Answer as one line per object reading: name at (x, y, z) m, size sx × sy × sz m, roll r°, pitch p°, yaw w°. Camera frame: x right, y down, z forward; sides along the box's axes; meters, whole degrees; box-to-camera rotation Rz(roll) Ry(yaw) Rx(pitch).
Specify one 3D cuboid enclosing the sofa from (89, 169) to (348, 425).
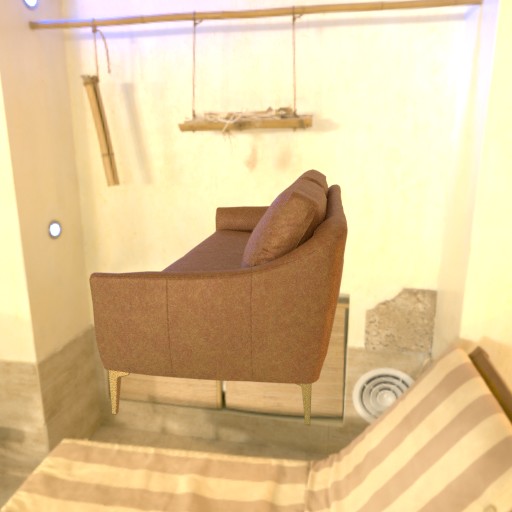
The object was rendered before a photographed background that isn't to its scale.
sofa at (0.000, 0.000, 2.613) m, size 0.981 × 0.945 × 2.036 m, roll 2°, pitch 14°, yaw 9°
